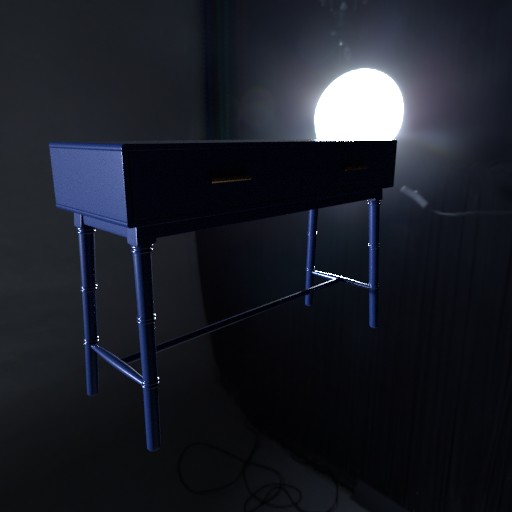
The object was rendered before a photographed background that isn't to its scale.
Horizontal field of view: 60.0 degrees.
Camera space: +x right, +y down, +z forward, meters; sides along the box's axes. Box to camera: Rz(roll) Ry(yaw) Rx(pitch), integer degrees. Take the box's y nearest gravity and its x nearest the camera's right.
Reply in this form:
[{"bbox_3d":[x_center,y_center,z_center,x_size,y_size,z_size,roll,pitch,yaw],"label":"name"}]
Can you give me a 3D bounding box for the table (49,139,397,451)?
[{"bbox_3d":[0.000,0.000,1.487,1.118,0.749,0.399,-15,21,-43],"label":"table"}]
